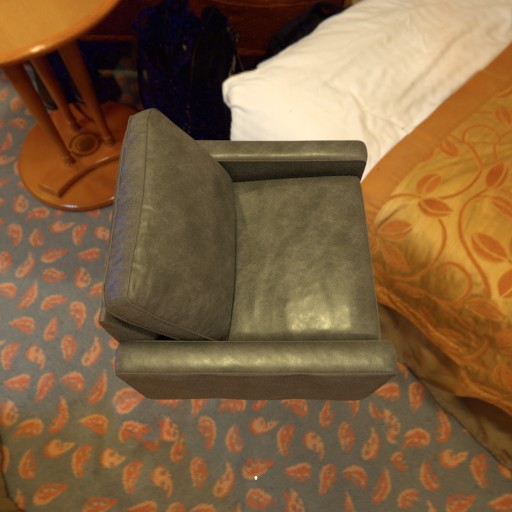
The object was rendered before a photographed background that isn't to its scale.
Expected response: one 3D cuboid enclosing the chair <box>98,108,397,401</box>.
[{"bbox_3d":[0.000,0.000,1.761,0.939,0.916,1.006,0,63,0],"label":"chair"}]
